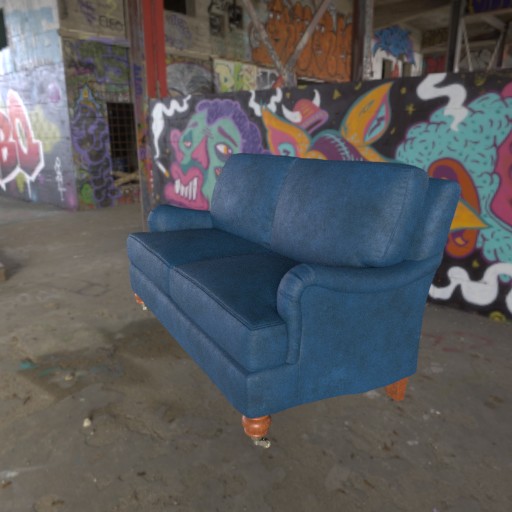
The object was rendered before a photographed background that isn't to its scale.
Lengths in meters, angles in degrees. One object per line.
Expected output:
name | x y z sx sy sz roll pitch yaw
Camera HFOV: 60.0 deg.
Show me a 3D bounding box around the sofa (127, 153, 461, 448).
sofa | 0.000 0.000 2.535 1.084 1.101 1.853 -8 17 -28
